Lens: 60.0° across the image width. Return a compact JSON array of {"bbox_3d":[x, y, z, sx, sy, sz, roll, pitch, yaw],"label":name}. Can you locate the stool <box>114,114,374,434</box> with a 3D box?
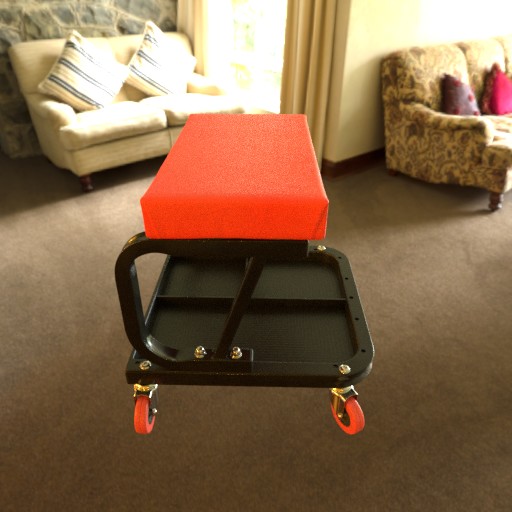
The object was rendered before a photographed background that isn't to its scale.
[{"bbox_3d":[0.000,0.000,0.743,0.371,0.380,0.446,1,32,1],"label":"stool"}]
